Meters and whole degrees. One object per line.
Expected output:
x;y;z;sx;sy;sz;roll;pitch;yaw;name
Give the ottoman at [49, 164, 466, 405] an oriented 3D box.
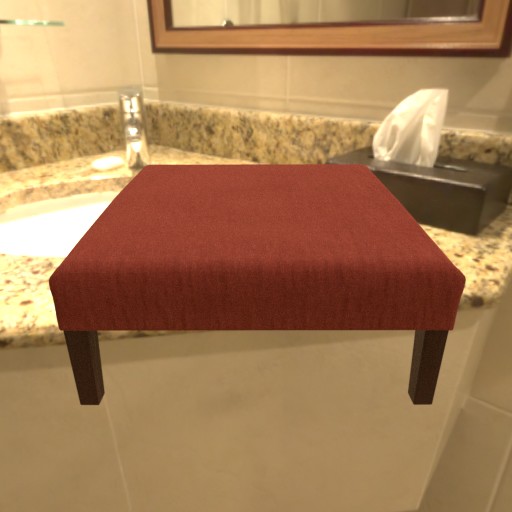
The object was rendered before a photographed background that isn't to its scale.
0.000;0.000;1.399;0.889;0.411;0.890;0;26;0;ottoman
